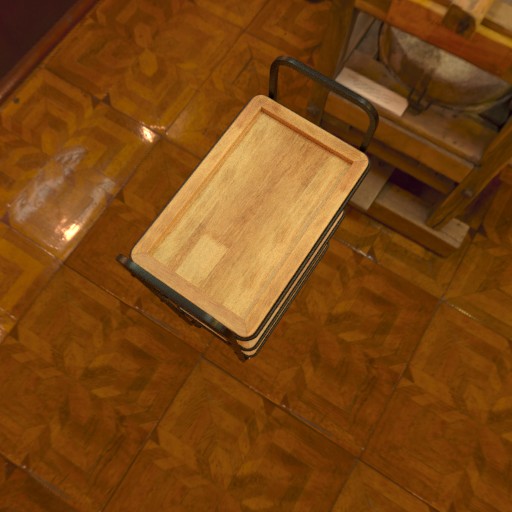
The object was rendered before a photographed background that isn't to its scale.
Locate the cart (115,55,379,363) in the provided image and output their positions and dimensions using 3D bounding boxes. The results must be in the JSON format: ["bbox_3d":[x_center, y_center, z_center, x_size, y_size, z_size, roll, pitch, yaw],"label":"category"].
[{"bbox_3d":[0.000,0.000,1.330,0.321,1.080,0.545,33,77,9],"label":"cart"}]
